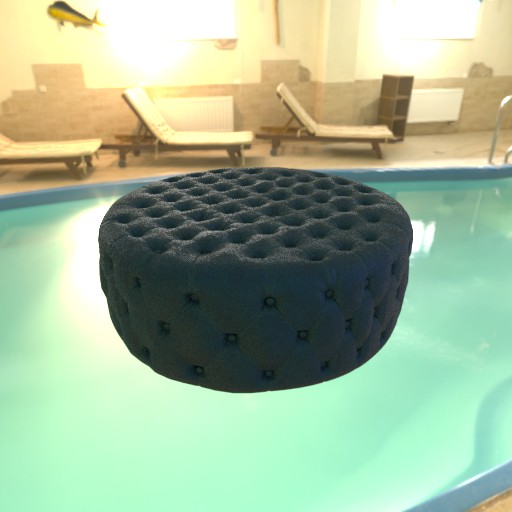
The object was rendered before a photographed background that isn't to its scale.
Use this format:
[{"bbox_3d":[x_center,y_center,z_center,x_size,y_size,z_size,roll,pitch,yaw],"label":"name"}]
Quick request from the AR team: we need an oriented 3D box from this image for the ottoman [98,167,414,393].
[{"bbox_3d":[0.000,0.000,1.507,0.998,0.398,0.998,0,27,0],"label":"ottoman"}]
